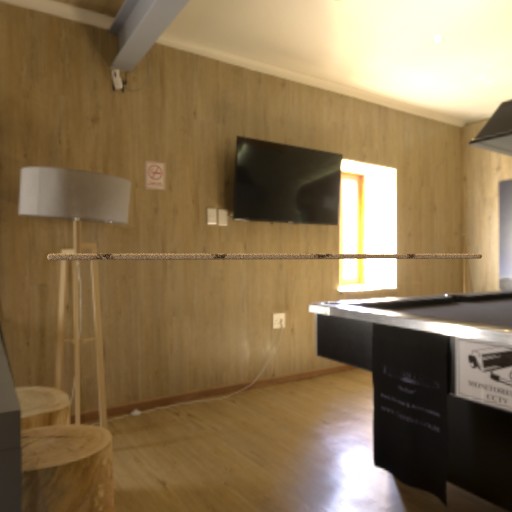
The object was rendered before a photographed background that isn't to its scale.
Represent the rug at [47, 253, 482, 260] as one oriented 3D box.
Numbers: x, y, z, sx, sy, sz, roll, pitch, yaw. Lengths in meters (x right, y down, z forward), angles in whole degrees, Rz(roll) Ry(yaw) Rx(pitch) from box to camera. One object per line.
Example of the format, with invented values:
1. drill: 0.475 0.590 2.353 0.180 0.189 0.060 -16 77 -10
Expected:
1. rug: 0.000 0.000 3.075 2.438 0.030 1.524 0 0 -17
